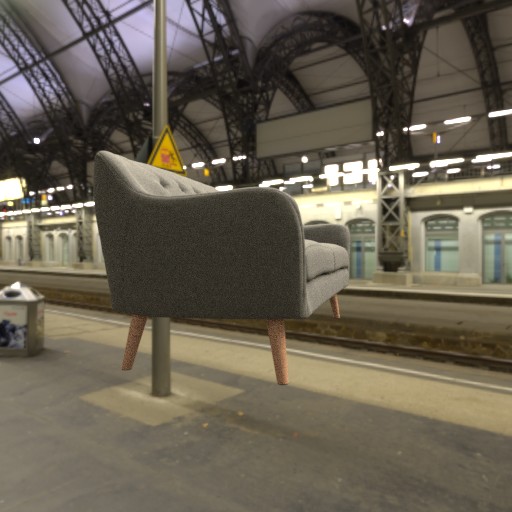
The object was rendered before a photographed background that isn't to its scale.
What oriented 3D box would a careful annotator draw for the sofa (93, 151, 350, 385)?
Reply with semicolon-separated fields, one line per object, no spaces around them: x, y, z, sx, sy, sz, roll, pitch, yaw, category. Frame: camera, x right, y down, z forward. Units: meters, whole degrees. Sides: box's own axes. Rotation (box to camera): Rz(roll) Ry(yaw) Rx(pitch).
0.000;0.000;2.266;0.820;0.820;1.840;0;1;17;sofa
